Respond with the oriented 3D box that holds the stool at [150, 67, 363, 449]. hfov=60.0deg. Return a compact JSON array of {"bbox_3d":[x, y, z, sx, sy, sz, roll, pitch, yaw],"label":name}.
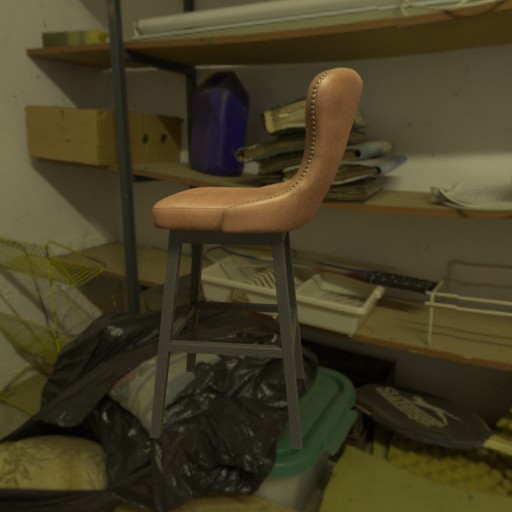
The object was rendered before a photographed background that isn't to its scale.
[{"bbox_3d":[0.000,0.000,1.403,0.601,1.050,0.528,2,14,7],"label":"stool"}]
